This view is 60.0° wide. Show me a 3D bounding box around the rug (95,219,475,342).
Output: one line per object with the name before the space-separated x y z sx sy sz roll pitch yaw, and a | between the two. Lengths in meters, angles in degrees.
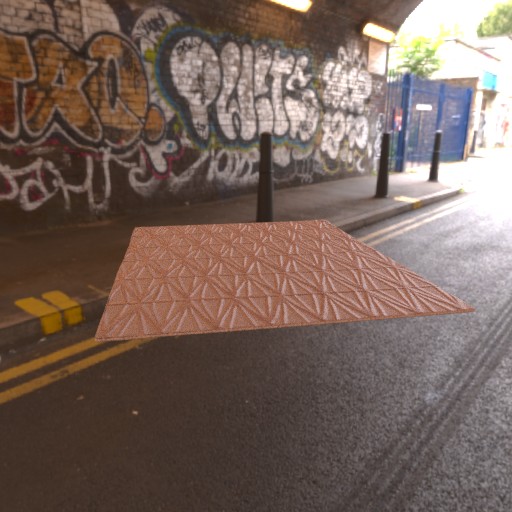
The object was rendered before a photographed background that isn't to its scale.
rug | 0.000 0.000 4.181 2.453 0.043 3.052 -3 16 -10
